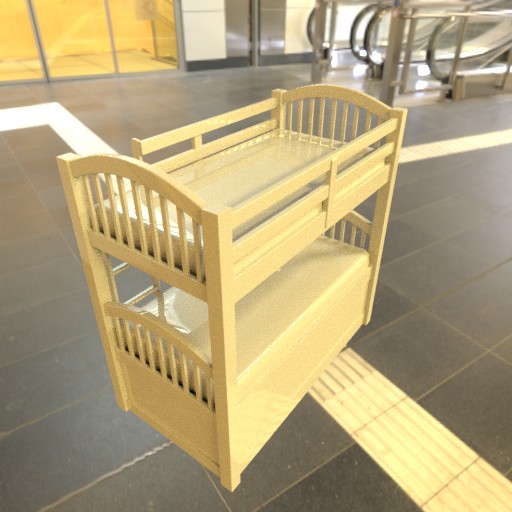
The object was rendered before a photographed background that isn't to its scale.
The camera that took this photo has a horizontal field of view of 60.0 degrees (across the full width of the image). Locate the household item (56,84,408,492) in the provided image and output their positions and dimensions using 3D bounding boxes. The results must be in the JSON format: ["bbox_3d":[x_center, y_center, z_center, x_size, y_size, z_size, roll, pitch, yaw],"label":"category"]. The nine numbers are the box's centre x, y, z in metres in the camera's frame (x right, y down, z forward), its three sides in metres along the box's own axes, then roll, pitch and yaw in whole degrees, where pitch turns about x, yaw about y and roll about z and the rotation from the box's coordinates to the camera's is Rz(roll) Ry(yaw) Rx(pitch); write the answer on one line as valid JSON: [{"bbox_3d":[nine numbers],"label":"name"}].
[{"bbox_3d":[0.000,0.000,3.197,1.143,2.032,2.032,22,38,30],"label":"household item"}]
